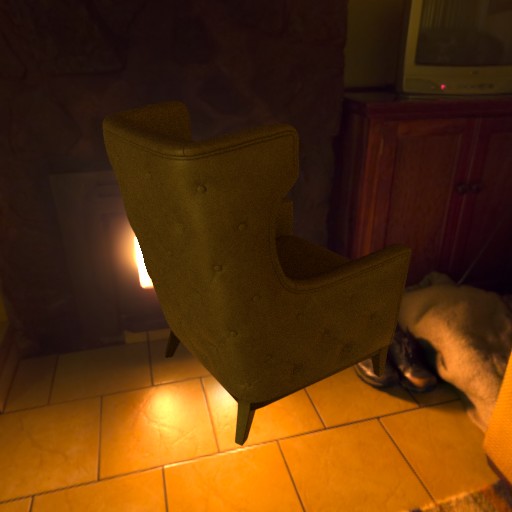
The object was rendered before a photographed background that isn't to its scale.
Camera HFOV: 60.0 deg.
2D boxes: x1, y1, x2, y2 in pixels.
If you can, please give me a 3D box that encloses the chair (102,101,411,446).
[{"bbox_3d":[0.000,0.000,1.682,0.899,1.079,0.769,-17,30,-31],"label":"chair"}]
